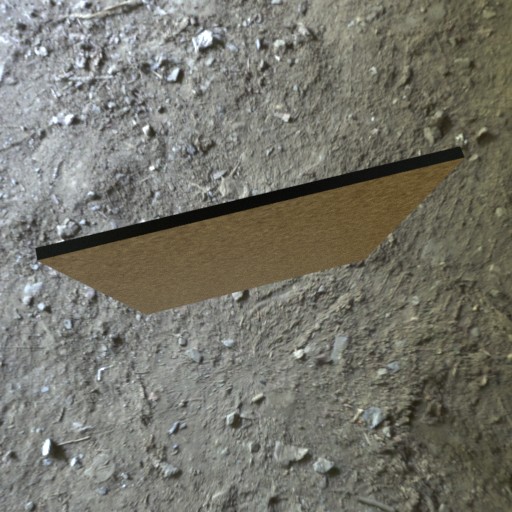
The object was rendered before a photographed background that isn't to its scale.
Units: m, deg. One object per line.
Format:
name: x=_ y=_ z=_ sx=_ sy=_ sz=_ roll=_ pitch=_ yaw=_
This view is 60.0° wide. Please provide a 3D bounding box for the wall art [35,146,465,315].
wall art: x=0.000 y=0.000 z=0.664 sx=0.446 sy=0.445 sz=0.014 roll=-14 pitch=76 yaw=-4
